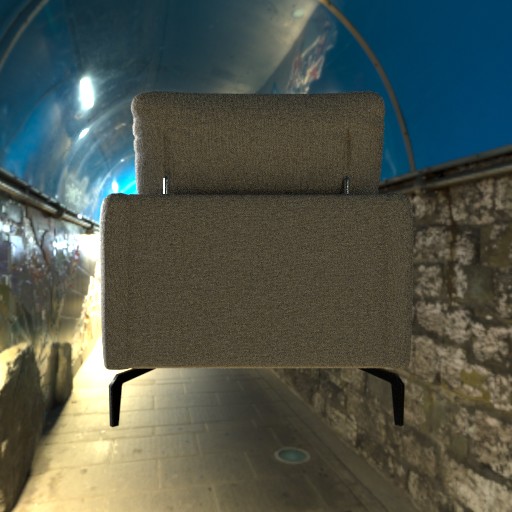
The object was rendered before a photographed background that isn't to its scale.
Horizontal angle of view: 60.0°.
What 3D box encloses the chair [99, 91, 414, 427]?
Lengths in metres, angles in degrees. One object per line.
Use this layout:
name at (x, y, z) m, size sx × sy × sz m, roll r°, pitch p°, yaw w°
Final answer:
chair at (0.000, 0.000, 1.663) m, size 0.972 × 0.967 × 0.835 m, roll 0°, pitch 0°, yaw 0°
